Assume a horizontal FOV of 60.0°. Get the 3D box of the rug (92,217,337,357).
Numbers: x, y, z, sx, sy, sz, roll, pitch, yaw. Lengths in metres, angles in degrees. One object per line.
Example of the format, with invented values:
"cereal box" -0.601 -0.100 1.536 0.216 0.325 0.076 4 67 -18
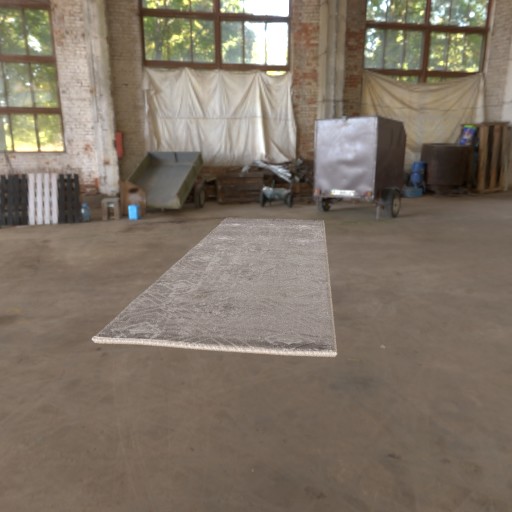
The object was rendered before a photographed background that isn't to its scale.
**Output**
"rug" 0.000 0.000 2.601 0.832 0.035 2.381 2 15 7
